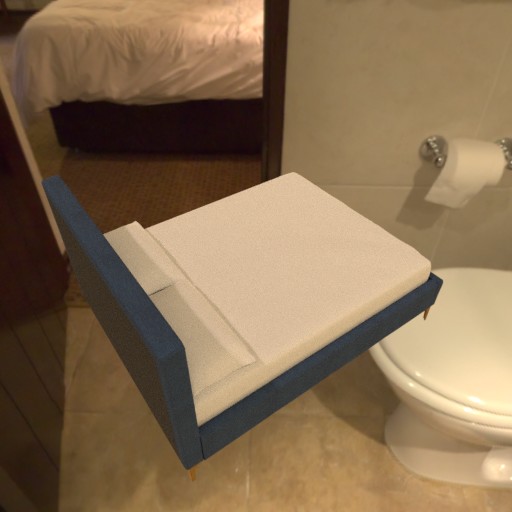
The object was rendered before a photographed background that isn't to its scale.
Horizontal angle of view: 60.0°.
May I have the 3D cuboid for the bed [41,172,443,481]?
[{"bbox_3d":[0.000,0.000,3.173,2.172,1.231,1.723,-25,47,-26],"label":"bed"}]
